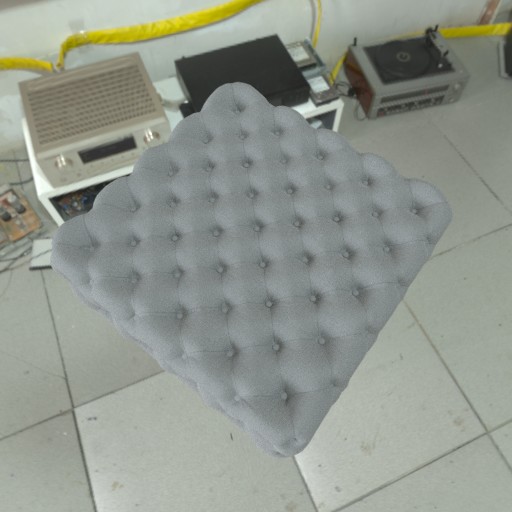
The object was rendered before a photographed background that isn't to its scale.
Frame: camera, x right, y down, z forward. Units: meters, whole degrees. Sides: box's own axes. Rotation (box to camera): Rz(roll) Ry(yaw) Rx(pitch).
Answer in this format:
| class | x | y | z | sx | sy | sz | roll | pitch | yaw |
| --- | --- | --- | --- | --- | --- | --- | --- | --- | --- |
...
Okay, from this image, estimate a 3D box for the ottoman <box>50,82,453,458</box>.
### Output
| class | x | y | z | sx | sy | sz | roll | pitch | yaw |
| --- | --- | --- | --- | --- | --- | --- | --- | --- | --- |
| ottoman | 0.000 | 0.000 | 1.449 | 0.917 | 0.439 | 0.911 | 34 | 67 | 17 |
